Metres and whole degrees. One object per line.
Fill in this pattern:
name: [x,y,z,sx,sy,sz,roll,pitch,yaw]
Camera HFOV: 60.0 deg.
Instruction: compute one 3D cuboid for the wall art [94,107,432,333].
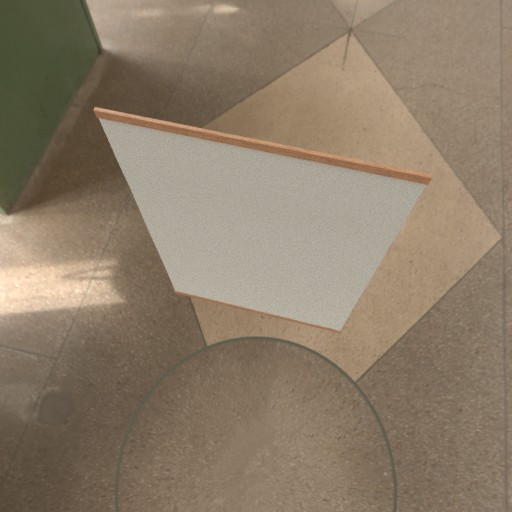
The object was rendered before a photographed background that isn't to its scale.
wall art: [0.000,0.000,1.977,1.019,1.527,0.019,13,65,6]
